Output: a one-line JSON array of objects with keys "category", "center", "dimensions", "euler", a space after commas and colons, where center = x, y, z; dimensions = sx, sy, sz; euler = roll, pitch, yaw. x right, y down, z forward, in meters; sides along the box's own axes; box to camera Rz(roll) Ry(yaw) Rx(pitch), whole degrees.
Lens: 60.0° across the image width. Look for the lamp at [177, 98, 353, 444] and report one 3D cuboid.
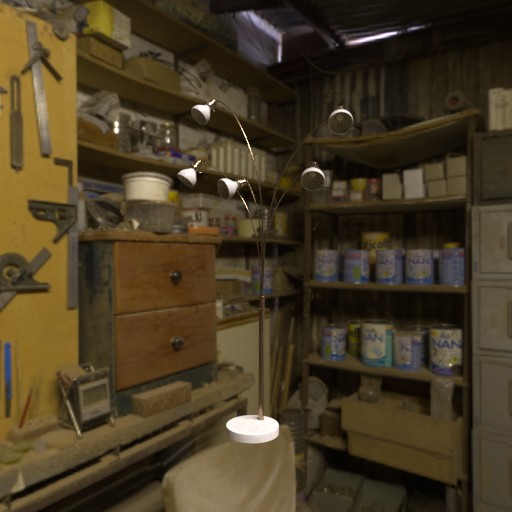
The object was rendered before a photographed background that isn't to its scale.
[{"category": "lamp", "center": [0.000, 0.000, 3.028], "dimensions": [1.405, 2.423, 0.361], "euler": [0, -1, 35]}]
